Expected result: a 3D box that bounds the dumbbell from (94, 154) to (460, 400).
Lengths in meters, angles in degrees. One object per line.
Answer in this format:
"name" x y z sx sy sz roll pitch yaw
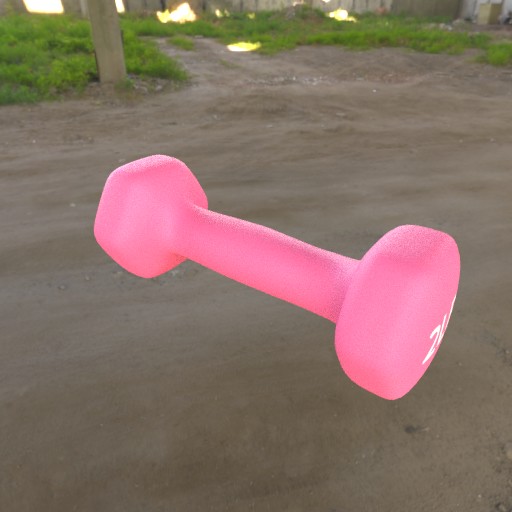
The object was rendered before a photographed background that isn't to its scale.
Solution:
"dumbbell" 0.000 0.000 0.176 0.146 0.053 0.058 21 37 31
